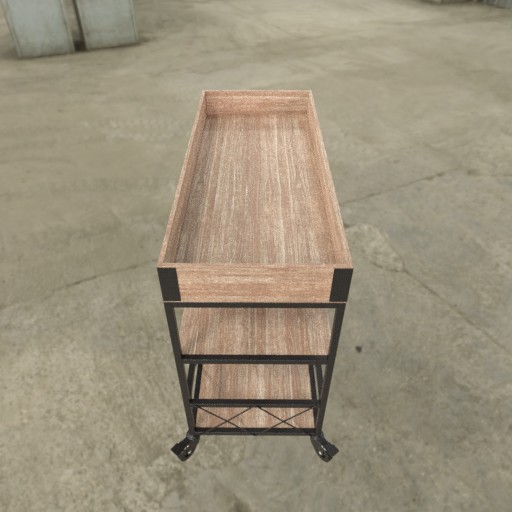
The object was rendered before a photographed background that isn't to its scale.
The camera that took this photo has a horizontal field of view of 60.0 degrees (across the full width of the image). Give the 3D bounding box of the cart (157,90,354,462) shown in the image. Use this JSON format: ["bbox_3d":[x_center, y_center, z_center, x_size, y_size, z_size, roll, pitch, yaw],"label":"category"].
[{"bbox_3d":[0.000,0.000,1.522,0.500,0.787,1.101,0,41,0],"label":"cart"}]
